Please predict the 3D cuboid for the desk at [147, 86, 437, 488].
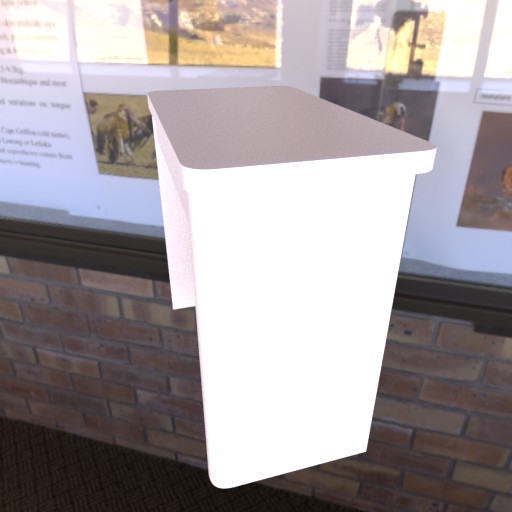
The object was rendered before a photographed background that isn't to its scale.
[{"bbox_3d":[0.000,0.000,1.211,0.446,0.760,0.790,-8,30,-14],"label":"desk"}]
